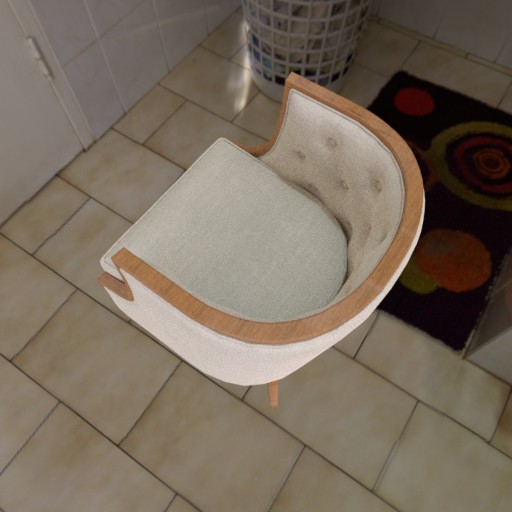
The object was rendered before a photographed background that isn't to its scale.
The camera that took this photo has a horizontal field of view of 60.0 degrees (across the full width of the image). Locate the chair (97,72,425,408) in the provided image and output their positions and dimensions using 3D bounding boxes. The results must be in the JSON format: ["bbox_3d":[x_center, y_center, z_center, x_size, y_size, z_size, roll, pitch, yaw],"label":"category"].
[{"bbox_3d":[0.000,0.000,1.359,0.757,0.775,0.711,33,68,15],"label":"chair"}]
